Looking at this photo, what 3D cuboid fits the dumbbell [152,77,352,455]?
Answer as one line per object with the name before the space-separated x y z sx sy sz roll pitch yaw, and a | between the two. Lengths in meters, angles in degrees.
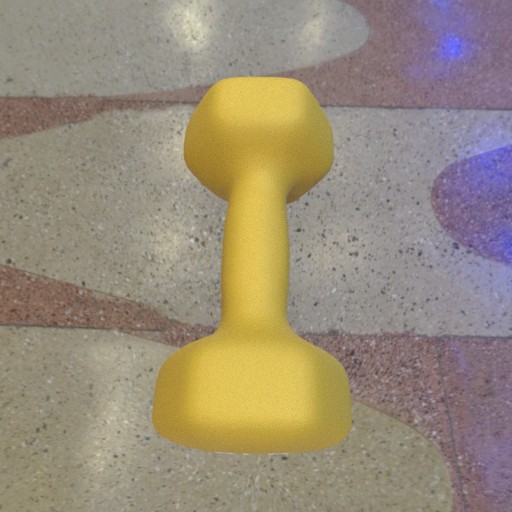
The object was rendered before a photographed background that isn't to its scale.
dumbbell | 0.000 0.000 0.232 0.090 0.082 0.190 2 64 1
